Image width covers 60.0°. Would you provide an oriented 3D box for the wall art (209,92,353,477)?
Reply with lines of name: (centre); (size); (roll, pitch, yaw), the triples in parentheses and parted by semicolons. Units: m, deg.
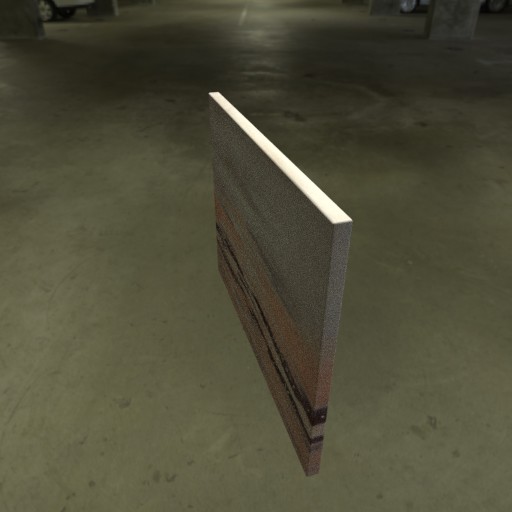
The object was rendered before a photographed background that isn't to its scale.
wall art: (0.000, 0.000, 1.376); (0.038, 0.763, 1.015); (-10, 34, -15)
